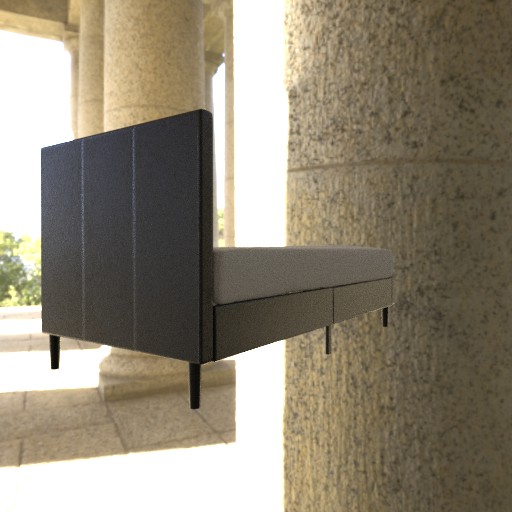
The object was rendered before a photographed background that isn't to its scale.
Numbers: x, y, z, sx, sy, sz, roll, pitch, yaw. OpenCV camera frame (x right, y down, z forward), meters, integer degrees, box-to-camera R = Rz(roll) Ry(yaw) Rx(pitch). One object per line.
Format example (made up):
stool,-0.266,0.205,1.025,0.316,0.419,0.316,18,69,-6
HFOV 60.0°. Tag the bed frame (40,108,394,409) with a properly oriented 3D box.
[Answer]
bed frame,0.000,0.000,2.520,1.038,1.046,2.152,1,1,35
